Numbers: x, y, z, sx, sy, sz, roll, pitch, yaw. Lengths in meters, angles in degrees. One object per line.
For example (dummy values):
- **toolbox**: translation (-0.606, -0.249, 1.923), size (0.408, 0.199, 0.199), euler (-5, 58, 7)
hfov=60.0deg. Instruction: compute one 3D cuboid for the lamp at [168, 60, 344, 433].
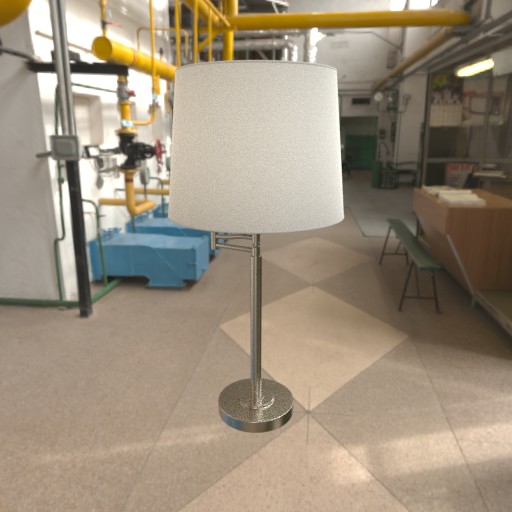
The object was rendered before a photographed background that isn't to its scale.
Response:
- **lamp**: translation (0.000, 0.000, 0.875), size (0.333, 0.696, 0.333), euler (0, 16, 0)
